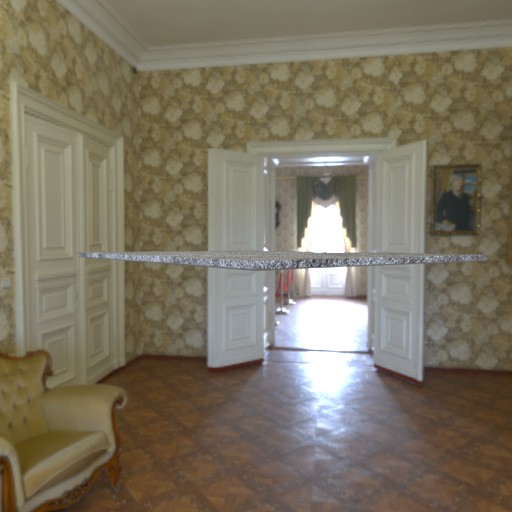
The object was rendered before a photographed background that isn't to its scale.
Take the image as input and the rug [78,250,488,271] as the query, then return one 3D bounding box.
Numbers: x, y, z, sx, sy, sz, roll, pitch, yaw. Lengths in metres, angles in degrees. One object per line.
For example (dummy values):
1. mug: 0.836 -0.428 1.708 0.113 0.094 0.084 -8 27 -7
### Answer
1. rug: 0.000 0.000 2.106 1.198 0.025 1.601 -1 2 -37
